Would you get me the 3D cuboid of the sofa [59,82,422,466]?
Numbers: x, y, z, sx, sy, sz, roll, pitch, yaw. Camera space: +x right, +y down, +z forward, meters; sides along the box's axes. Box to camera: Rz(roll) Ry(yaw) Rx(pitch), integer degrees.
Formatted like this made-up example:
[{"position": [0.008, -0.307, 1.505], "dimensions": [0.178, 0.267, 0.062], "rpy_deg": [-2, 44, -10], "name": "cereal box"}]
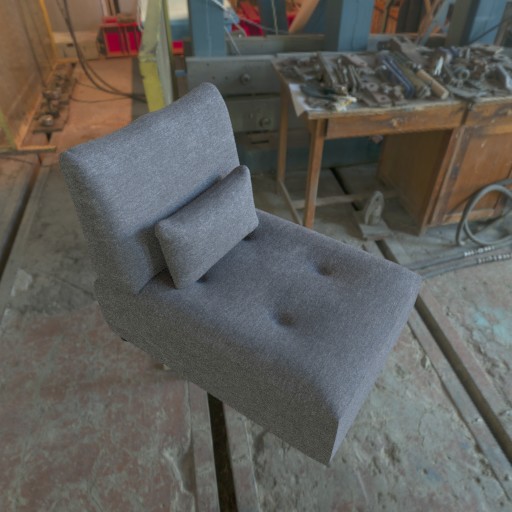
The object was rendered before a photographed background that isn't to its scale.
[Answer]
[{"position": [0.000, 0.000, 1.532], "dimensions": [1.000, 0.820, 0.700], "rpy_deg": [24, 47, 25], "name": "sofa"}]
